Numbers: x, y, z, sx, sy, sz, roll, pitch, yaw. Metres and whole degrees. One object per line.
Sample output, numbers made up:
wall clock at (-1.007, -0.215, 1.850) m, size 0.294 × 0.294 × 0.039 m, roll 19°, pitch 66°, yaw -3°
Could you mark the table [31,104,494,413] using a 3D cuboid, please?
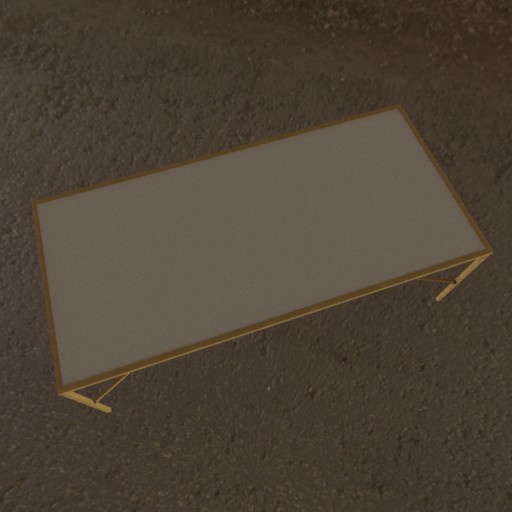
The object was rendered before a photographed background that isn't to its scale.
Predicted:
table at (0.000, 0.000, 1.452) m, size 1.206 × 0.398 × 0.580 m, roll -17°, pitch 66°, yaw -8°
